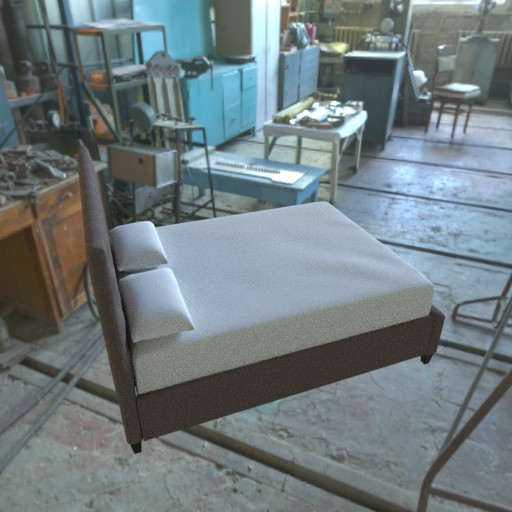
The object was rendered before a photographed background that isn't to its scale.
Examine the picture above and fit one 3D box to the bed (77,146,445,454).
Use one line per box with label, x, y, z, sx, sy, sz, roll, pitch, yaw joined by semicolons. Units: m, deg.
bed;0.000;0.000;3.298;2.233;1.426;1.696;-11;32;-18
